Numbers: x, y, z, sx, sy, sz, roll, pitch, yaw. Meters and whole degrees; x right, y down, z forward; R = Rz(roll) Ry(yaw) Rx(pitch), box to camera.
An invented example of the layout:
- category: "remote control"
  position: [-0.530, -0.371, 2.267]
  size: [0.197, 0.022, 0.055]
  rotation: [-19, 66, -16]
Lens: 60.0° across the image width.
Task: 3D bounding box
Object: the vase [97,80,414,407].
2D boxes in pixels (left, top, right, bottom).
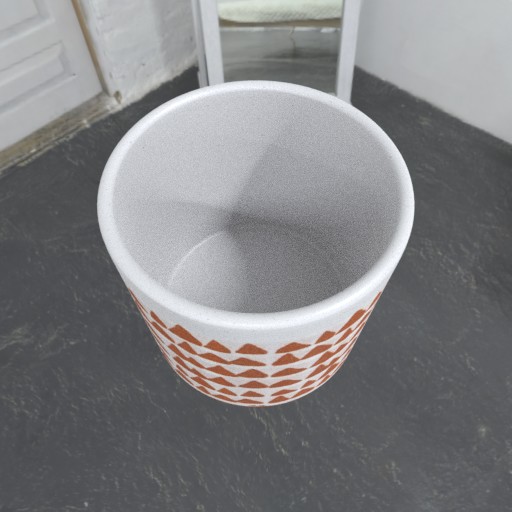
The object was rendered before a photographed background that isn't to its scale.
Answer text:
- category: "vase"
  position: [0.000, 0.000, 0.246]
  size: [0.137, 0.127, 0.137]
  rotation: [0, 59, 0]
